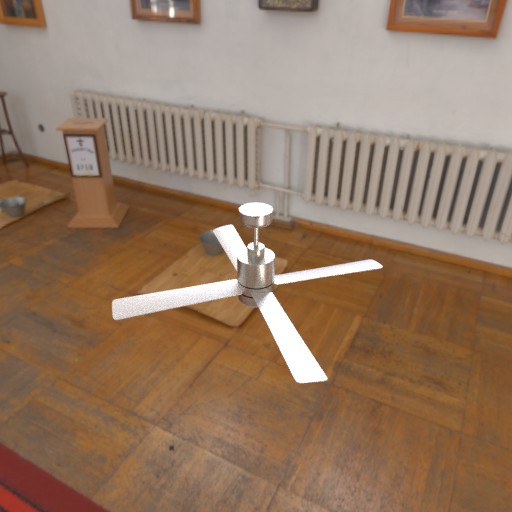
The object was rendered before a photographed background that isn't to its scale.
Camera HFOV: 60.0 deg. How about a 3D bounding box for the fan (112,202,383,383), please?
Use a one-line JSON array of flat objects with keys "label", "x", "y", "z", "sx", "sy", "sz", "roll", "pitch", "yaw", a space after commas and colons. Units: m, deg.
[{"label": "fan", "x": 0.000, "y": 0.000, "z": 2.352, "sx": 1.525, "sy": 0.539, "sz": 1.525, "roll": -9, "pitch": 31, "yaw": -15}]
